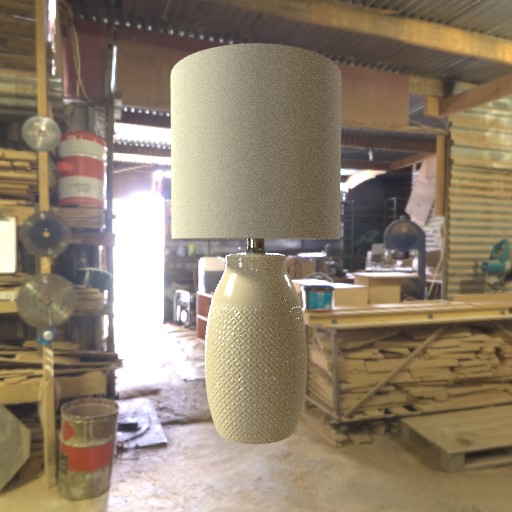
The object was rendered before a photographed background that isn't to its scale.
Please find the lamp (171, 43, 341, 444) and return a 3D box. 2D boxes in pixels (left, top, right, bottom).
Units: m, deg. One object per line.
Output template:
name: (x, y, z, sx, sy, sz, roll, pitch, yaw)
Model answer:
lamp: (0.000, 0.000, 0.580, 0.217, 0.453, 0.217, -1, 2, -18)
